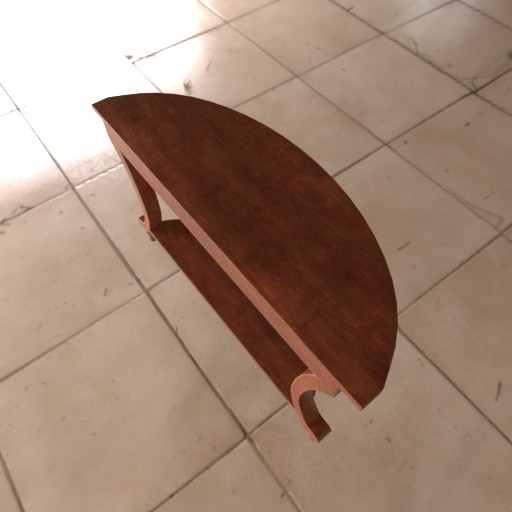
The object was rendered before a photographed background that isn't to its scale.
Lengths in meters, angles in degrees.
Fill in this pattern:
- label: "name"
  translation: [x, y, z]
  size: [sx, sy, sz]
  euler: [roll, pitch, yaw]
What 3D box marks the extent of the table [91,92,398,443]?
- label: "table"
  translation: [0.000, 0.000, 1.511]
  size: [0.394, 0.699, 1.198]
  euler: [-34, 63, -19]
